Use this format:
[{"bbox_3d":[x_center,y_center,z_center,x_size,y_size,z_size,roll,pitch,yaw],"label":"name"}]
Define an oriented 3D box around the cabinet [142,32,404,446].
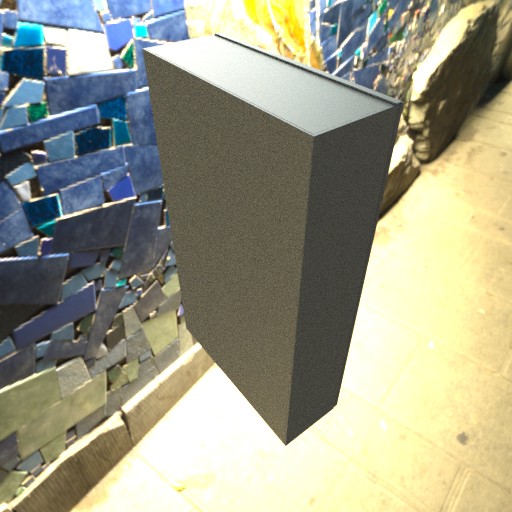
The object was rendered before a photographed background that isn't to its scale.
[{"bbox_3d":[0.000,0.000,2.661,0.480,2.160,1.250,-27,47,-28],"label":"cabinet"}]
